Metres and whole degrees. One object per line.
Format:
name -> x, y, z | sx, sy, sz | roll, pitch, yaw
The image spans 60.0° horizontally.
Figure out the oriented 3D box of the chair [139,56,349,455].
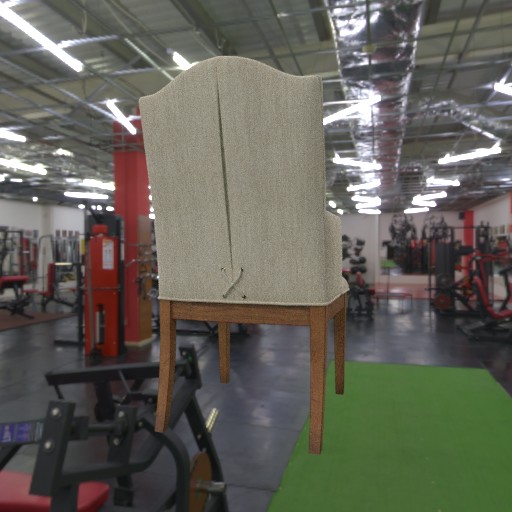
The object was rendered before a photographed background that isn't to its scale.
chair -> 0.000, 0.000, 1.411 | 0.533, 1.016, 0.641 | 0, 1, 18
